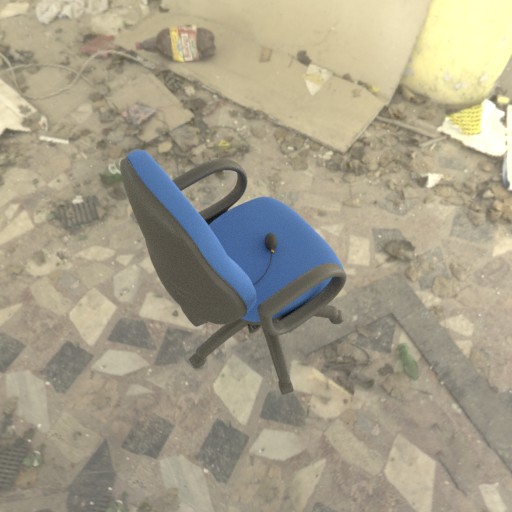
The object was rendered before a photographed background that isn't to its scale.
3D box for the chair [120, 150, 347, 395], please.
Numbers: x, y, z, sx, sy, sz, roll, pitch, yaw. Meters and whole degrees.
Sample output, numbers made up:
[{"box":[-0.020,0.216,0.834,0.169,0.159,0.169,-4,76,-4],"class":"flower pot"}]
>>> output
[{"box":[0.000,0.000,1.237,0.549,0.905,0.552,-32,62,-19],"class":"chair"}]
